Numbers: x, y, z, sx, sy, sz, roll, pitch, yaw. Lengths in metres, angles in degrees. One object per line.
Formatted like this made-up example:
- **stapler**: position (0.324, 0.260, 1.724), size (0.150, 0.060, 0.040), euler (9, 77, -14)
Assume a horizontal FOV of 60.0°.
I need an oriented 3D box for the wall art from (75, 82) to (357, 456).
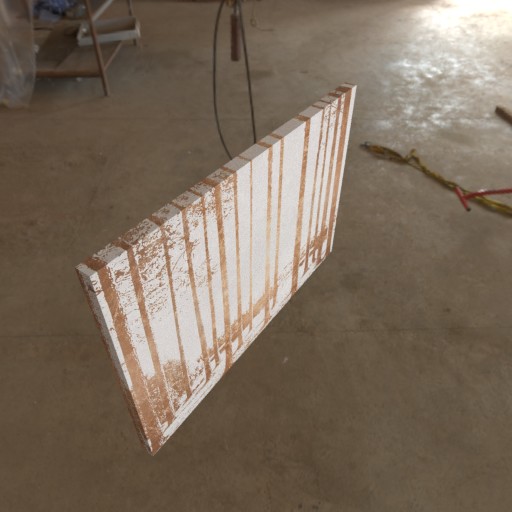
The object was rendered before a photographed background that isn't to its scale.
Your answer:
- **wall art**: position (0.000, 0.000, 1.150), size (0.035, 0.609, 0.914), euler (25, 48, 25)
